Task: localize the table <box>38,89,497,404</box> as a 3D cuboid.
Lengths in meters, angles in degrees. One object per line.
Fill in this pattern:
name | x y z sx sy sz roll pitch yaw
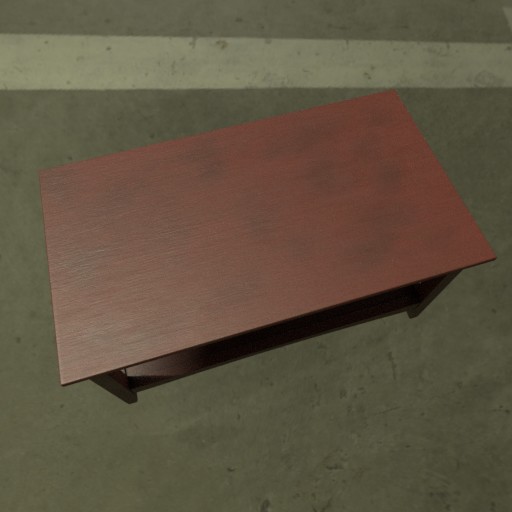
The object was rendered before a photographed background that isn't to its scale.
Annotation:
table | 0.000 0.000 1.224 0.943 0.456 0.533 -15 64 -7
